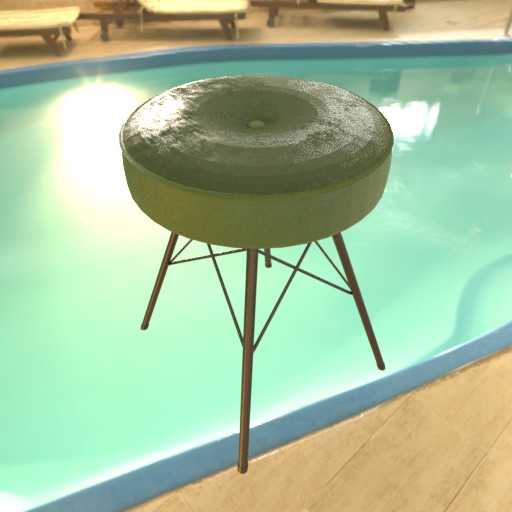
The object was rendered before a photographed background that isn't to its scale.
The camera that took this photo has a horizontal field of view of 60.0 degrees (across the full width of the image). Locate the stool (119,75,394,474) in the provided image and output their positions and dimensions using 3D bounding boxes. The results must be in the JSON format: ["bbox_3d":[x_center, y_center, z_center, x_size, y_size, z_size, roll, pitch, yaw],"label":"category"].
[{"bbox_3d":[0.000,0.000,0.886,0.430,0.595,0.457,-26,47,-26],"label":"stool"}]
